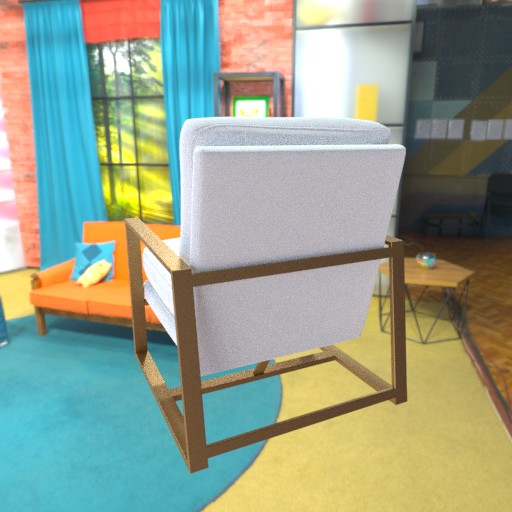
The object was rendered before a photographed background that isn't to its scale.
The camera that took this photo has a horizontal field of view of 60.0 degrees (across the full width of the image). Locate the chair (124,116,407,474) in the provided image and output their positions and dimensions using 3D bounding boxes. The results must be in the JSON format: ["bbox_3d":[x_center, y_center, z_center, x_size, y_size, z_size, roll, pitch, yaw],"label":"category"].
[{"bbox_3d":[0.000,0.000,1.630,0.805,0.966,0.813,-7,17,-25],"label":"chair"}]
